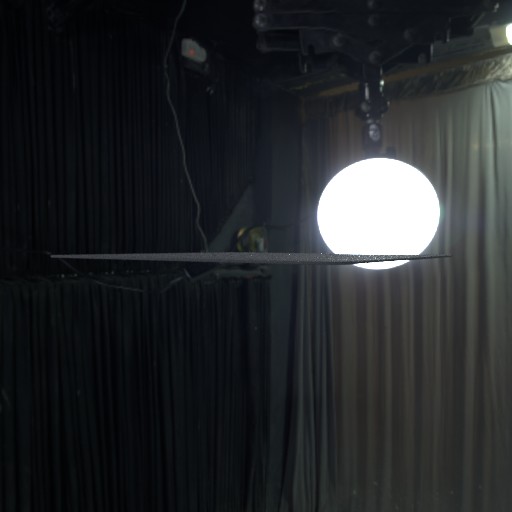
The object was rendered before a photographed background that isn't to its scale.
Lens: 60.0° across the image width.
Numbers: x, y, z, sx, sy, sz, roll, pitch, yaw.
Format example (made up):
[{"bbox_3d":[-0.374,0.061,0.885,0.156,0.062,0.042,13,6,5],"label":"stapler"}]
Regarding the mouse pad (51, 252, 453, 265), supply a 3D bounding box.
[{"bbox_3d":[0.000,0.000,0.440,0.315,0.002,0.269,1,2,37],"label":"mouse pad"}]
